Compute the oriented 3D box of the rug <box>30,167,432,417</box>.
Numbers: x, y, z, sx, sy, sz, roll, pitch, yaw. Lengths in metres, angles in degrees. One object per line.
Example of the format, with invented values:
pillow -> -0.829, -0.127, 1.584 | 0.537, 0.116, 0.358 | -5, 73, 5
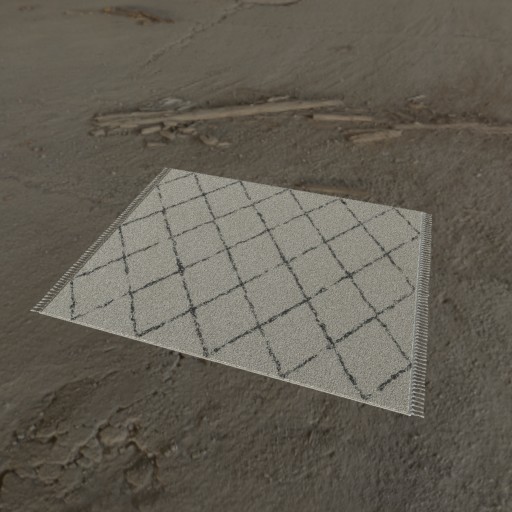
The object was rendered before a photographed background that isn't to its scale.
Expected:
rug -> 0.000, 0.000, 4.064 | 3.051, 0.013, 2.380 | 12, 43, 13
